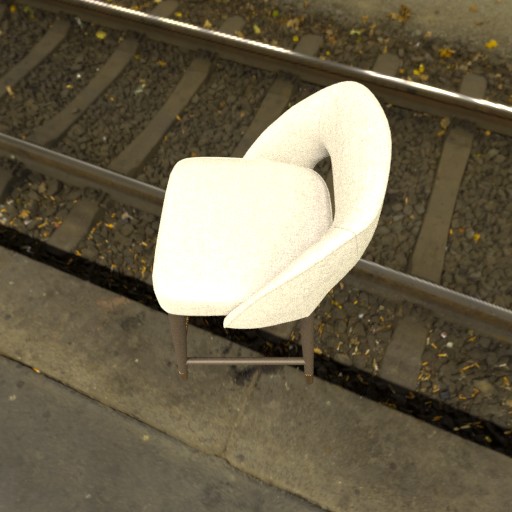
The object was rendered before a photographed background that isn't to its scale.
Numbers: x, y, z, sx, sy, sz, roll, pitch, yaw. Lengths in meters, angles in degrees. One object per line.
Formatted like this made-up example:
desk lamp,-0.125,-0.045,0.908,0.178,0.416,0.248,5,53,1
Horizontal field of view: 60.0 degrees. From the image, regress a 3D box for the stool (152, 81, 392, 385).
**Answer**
stool,0.000,0.000,1.236,0.509,0.940,0.494,2,59,1
